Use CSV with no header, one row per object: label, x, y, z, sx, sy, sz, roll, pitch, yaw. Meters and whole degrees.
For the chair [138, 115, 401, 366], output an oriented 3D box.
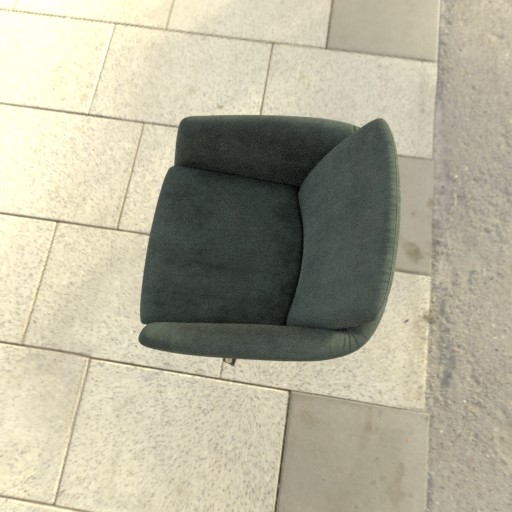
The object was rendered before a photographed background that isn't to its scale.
chair,0.000,0.000,1.332,0.635,0.908,0.641,6,74,2
